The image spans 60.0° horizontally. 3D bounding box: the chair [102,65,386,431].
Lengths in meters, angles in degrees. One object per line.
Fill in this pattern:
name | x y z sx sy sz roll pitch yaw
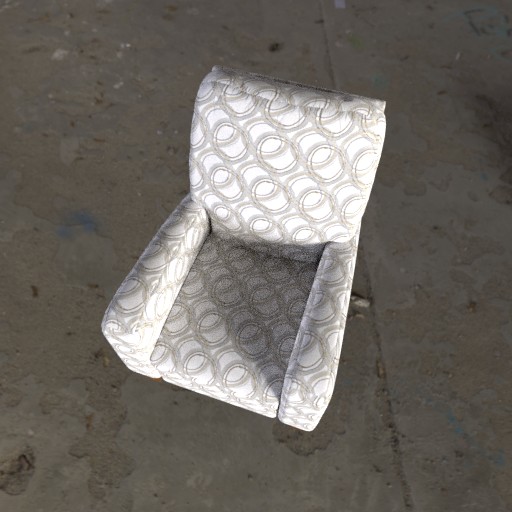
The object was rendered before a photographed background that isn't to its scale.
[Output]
chair | 0.000 0.000 1.721 0.796 1.065 0.995 16 60 9
